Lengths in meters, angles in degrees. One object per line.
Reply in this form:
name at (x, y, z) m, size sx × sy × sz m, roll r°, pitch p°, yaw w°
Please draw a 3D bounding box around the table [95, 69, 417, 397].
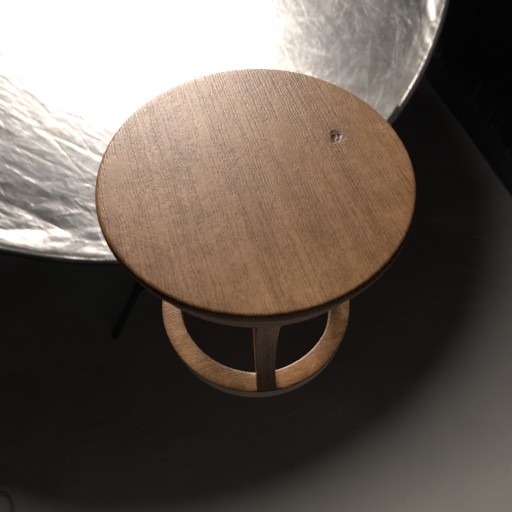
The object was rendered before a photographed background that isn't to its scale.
table at (0.000, 0.000, 0.797) m, size 0.432 × 0.460 × 0.432 m, roll 0°, pitch 60°, yaw 0°
